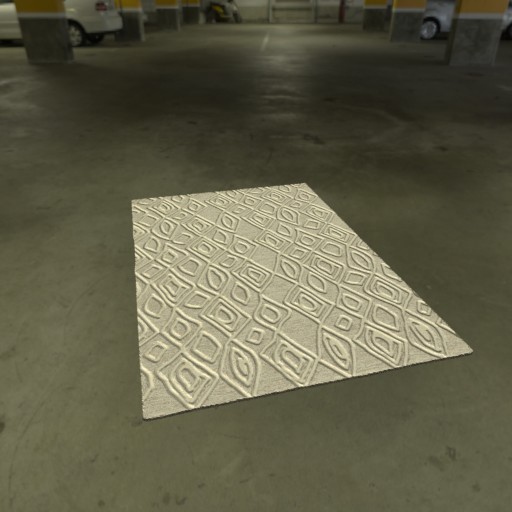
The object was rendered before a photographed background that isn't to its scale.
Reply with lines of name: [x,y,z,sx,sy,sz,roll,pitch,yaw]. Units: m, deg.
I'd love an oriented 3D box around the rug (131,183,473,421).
rug: [0.000,0.000,2.295,1.224,0.016,1.832,-8,31,-13]
